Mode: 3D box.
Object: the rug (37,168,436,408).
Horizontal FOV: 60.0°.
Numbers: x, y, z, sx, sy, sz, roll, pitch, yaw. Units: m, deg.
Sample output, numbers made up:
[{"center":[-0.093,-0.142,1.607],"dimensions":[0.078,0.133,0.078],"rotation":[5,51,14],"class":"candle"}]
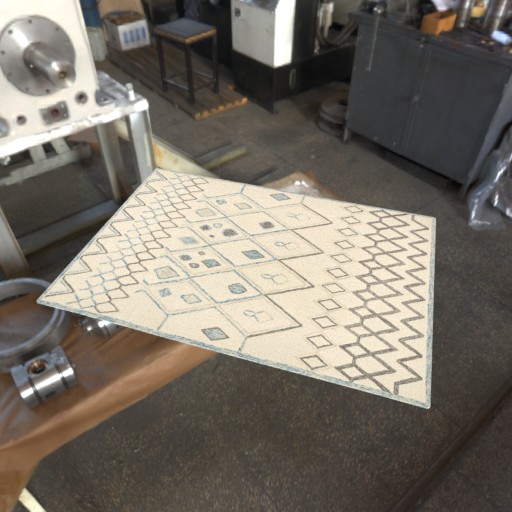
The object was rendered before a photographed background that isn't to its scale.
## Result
[{"center":[0.000,0.000,2.367],"dimensions":[1.820,0.009,1.260],"rotation":[12,44,13],"class":"rug"}]
